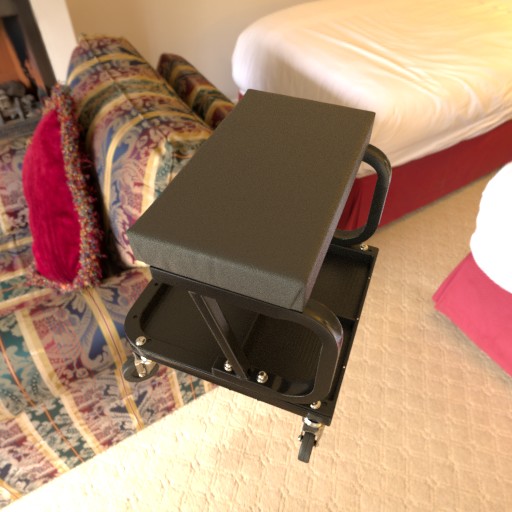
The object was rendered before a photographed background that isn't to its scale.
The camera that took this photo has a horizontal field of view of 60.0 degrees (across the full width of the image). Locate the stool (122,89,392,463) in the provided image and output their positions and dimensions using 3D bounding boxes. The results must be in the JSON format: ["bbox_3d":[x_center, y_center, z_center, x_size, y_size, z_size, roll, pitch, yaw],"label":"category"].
[{"bbox_3d":[0.000,0.000,0.724,0.371,0.380,0.446,16,49,14],"label":"stool"}]
